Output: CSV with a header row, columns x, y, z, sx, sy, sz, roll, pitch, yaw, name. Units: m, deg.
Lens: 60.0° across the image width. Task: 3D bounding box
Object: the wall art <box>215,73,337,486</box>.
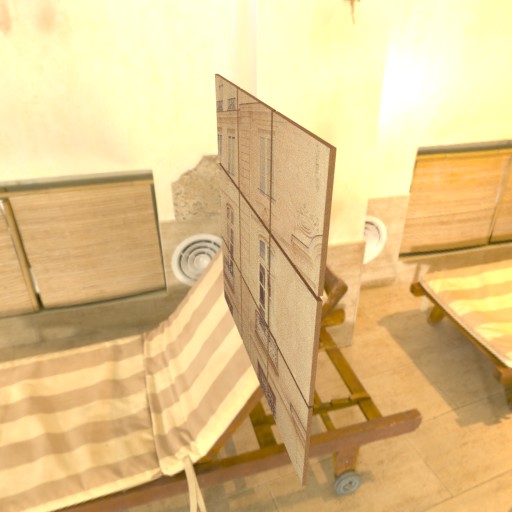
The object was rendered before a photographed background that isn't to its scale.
x,y,z,sx,sy,sz,roll,pitch,yaw,name
0.000,0.000,1.338,0.018,0.913,0.915,-8,31,-14,wall art
